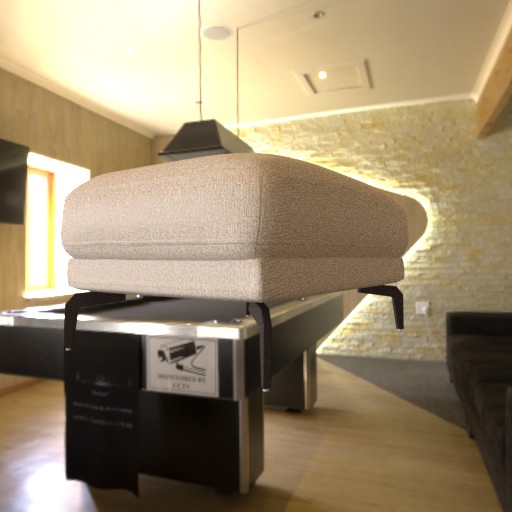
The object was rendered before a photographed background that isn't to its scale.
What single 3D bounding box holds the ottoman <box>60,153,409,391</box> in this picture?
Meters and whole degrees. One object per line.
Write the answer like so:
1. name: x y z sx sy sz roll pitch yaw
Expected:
1. ottoman: 0.000 0.000 1.111 0.568 0.420 0.772 0 0 35
